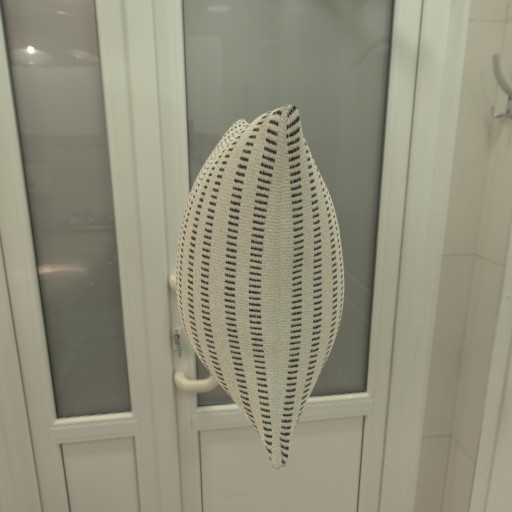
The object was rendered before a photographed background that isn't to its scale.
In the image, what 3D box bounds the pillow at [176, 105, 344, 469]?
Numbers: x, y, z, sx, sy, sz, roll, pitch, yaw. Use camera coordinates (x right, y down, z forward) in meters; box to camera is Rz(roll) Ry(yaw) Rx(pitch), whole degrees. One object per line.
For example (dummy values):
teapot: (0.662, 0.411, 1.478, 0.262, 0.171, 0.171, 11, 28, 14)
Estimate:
pillow: (0.000, 0.000, 0.684, 0.247, 0.419, 0.438, -2, 15, -8)
